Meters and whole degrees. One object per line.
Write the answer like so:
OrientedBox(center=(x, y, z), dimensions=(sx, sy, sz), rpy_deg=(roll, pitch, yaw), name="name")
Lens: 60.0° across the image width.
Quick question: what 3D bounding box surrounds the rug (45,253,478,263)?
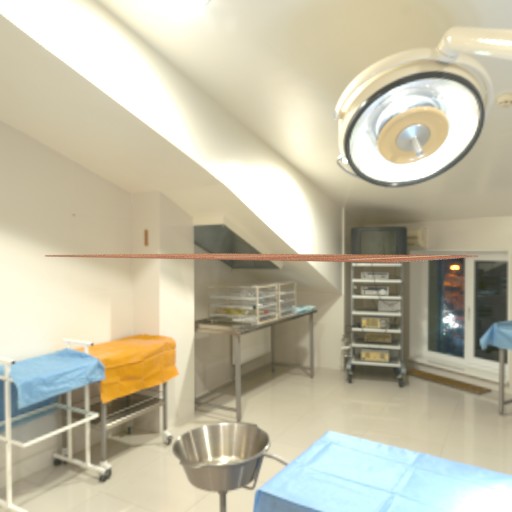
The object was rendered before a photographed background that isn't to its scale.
OrientedBox(center=(0.000, 0.000, 2.237), dimensions=(1.828, 0.007, 1.217), rpy_deg=(1, 1, 36), name="rug")
